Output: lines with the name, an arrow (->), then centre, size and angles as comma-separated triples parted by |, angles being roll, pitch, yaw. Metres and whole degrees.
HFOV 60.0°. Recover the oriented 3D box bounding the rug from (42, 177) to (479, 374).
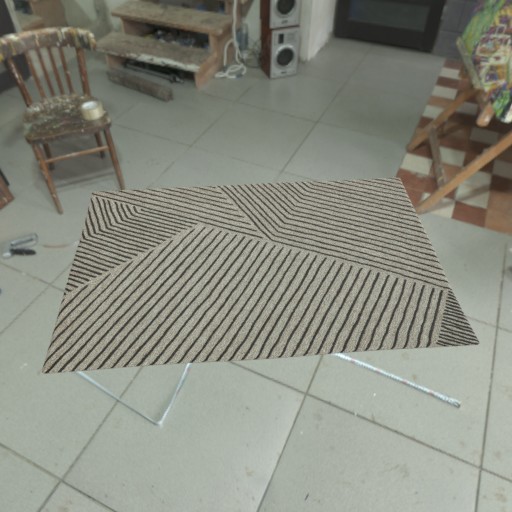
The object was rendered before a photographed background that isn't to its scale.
rug -> 0.000, 0.000, 2.941 | 2.406, 0.023, 1.539 | -3, 47, -3
